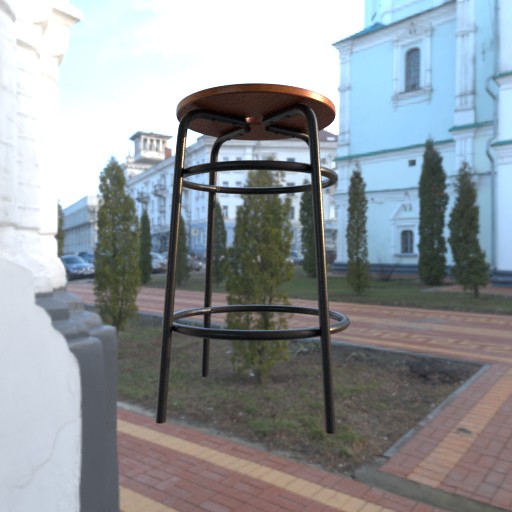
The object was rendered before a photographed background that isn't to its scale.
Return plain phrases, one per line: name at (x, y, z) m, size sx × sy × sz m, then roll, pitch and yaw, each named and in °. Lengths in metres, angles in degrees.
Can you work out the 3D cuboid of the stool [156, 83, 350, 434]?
stool at (0.000, 0.000, 0.945) m, size 0.455 × 0.610 × 0.455 m, roll 0°, pitch 0°, yaw -36°
